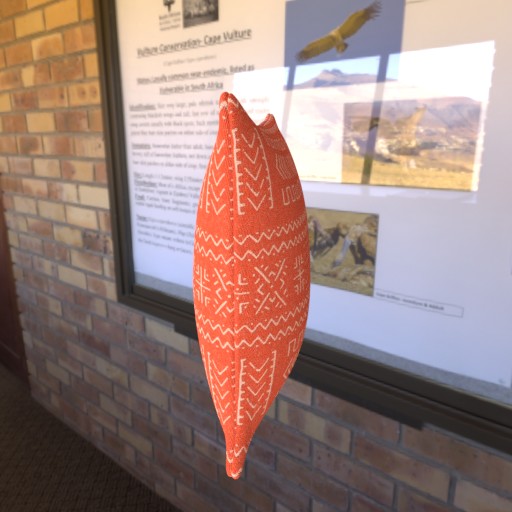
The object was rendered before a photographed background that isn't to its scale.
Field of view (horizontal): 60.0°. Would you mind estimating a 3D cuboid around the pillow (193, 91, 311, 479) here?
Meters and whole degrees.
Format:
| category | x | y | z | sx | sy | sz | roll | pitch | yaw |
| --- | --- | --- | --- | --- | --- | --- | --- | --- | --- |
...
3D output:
| category | x | y | z | sx | sy | sz | roll | pitch | yaw |
| --- | --- | --- | --- | --- | --- | --- | --- | --- | --- |
| pillow | 0.000 | 0.000 | 0.661 | 0.164 | 0.429 | 0.438 | 2 | 15 | 7 |
